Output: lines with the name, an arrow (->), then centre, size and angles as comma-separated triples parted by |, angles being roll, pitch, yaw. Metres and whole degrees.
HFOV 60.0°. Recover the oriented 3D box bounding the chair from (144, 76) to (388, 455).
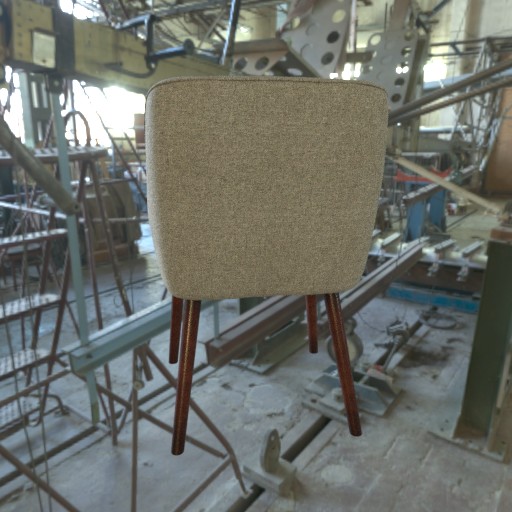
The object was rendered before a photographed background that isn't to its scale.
chair -> 0.000, 0.000, 1.144 | 0.543, 0.803, 0.519 | -2, 14, -9
